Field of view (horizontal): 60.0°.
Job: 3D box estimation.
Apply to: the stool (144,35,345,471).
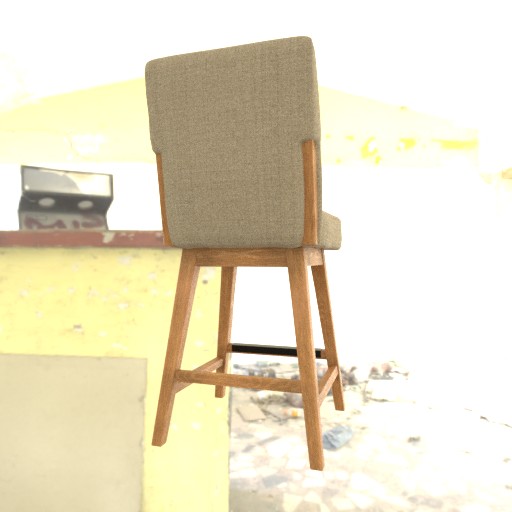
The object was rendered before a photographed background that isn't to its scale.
[{"bbox_3d":[0.000,0.000,1.298,0.459,1.010,0.526,0,0,18],"label":"stool"}]
